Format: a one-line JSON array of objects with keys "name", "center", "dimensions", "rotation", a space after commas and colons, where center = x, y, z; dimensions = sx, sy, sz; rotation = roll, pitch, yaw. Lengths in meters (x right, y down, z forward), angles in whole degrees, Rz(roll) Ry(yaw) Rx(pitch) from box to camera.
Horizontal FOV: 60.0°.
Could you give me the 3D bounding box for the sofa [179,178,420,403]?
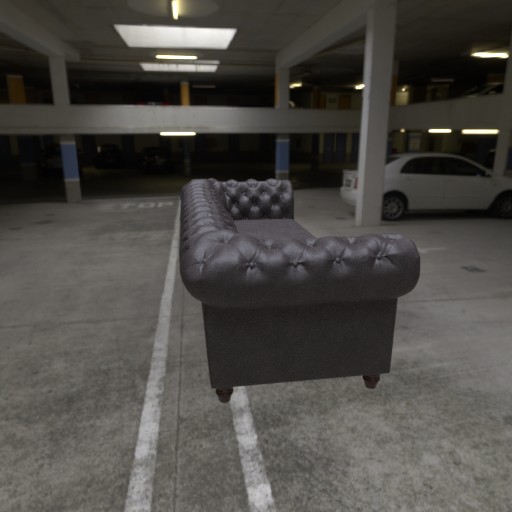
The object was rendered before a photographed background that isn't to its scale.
[{"name": "sofa", "center": [0.000, 0.000, 2.841], "dimensions": [0.944, 0.783, 2.385], "rotation": [-3, 16, -9]}]
